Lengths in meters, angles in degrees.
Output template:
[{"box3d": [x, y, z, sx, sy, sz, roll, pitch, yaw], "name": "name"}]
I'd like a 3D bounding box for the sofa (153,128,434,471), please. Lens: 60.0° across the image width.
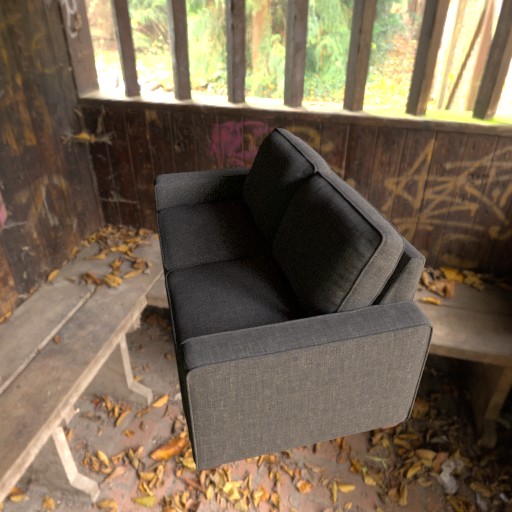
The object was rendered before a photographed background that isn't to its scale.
[{"box3d": [0.000, 0.000, 2.281, 0.947, 0.918, 1.709, -8, 33, -12], "name": "sofa"}]
